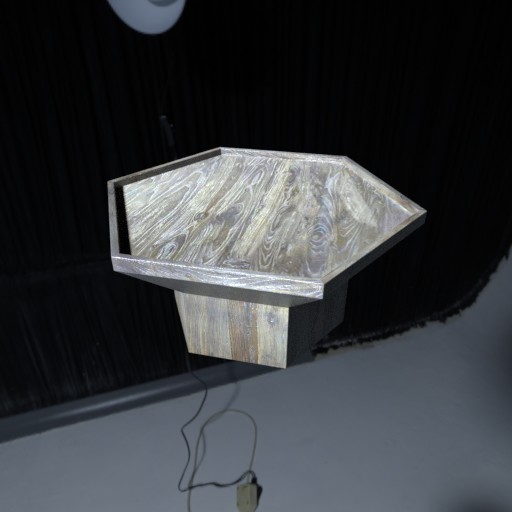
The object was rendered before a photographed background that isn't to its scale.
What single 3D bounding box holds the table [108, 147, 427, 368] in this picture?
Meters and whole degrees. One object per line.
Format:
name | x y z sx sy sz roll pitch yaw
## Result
table | 0.000 0.000 1.641 0.966 0.488 1.115 -9 32 -14
